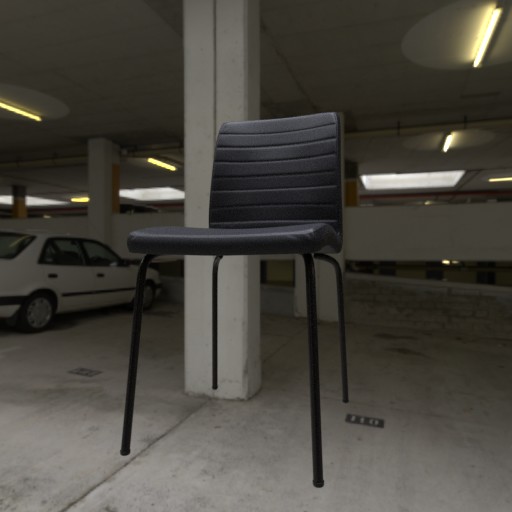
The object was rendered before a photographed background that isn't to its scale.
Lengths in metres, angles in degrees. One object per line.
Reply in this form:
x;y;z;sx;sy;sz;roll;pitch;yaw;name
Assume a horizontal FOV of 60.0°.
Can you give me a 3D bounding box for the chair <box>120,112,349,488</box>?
0.000;0.000;1.169;0.450;0.872;0.572;0;0;18;chair
